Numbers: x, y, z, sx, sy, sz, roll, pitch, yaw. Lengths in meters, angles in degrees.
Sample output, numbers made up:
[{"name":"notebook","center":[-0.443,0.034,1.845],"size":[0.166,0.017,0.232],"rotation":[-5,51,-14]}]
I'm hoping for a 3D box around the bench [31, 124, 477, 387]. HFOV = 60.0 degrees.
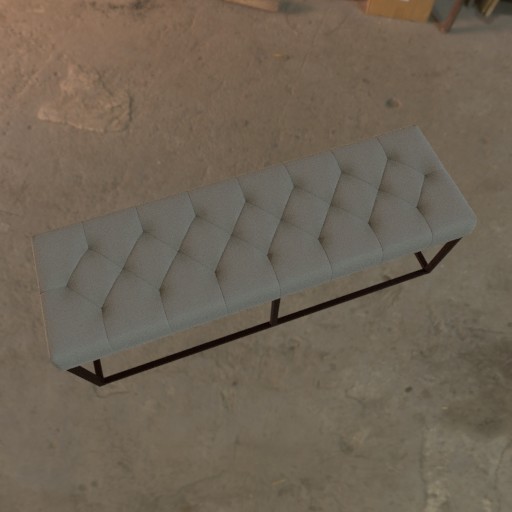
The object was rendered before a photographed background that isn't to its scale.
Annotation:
[{"name":"bench","center":[0.000,0.000,1.711],"size":[1.488,0.488,0.479],"rotation":[-18,66,-8]}]
